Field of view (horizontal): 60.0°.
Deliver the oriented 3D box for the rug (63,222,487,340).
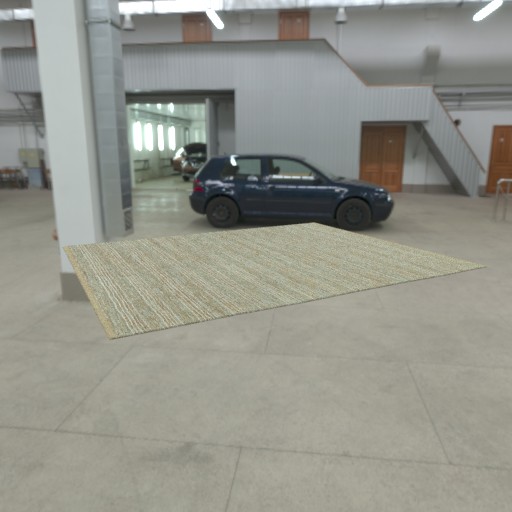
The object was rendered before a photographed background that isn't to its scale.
[{"bbox_3d":[0.000,0.000,4.035,3.034,0.012,2.471,-7,16,-27],"label":"rug"}]
